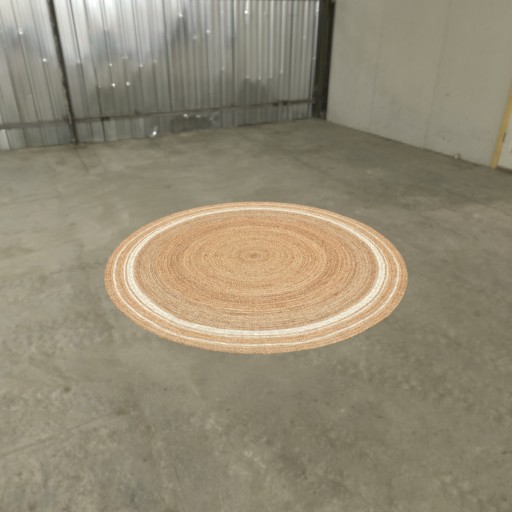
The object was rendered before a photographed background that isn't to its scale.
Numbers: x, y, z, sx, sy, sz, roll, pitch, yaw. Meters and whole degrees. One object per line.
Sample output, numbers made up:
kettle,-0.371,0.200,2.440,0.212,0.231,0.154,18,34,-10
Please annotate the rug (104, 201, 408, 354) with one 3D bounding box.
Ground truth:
rug,0.000,0.000,3.733,2.444,0.015,2.444,0,29,0
